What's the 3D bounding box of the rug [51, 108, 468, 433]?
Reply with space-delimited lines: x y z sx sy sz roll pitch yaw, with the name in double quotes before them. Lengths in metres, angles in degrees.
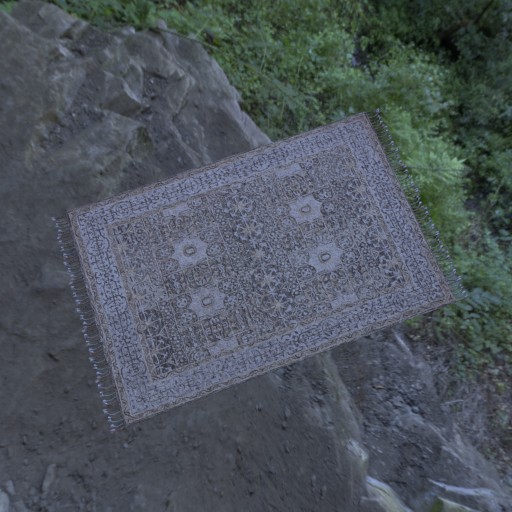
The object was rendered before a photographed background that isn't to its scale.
"rug" 0.000 0.000 2.461 2.029 0.010 1.237 -20 77 -5
